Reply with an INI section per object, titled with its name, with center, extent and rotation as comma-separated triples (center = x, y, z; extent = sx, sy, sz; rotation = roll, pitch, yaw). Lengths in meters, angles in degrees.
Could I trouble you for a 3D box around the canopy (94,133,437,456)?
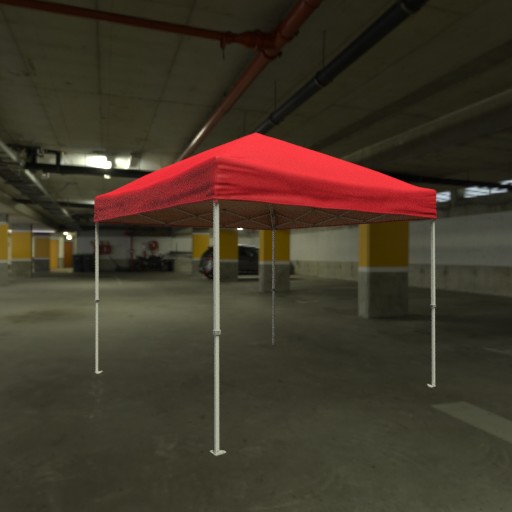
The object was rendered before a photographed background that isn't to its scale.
[canopy]
center = 0.000, 0.000, 5.398
extent = 2.998, 2.997, 2.996
rotation = 0, 0, -37
